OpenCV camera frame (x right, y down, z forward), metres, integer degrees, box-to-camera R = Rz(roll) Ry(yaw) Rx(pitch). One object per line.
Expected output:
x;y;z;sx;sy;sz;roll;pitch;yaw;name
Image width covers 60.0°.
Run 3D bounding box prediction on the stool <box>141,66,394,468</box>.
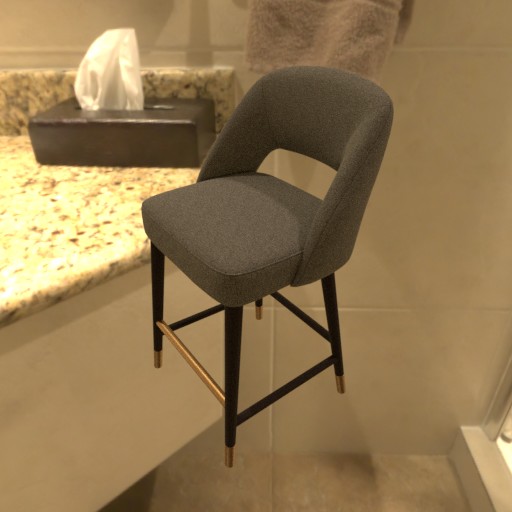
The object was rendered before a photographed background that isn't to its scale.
0.000;0.000;1.228;0.524;0.925;0.536;-21;38;-30;stool
